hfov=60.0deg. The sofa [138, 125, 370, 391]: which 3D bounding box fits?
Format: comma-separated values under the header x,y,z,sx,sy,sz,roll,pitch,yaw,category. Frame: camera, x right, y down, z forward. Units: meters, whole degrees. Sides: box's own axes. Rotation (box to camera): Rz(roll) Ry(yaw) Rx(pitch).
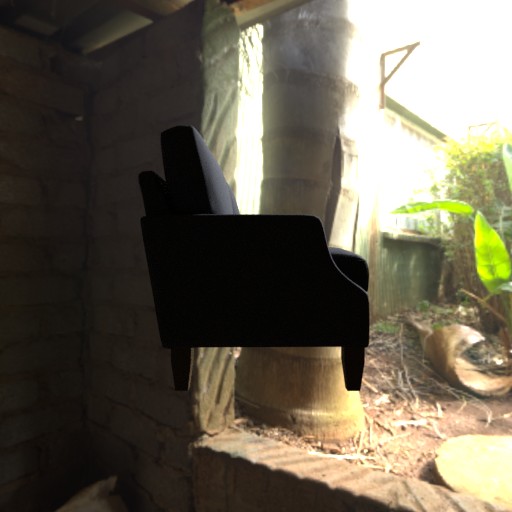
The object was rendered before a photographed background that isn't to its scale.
x,y,z,sx,sy,sz,roll,pitch,yaw,category
0.000,0.000,2.622,0.888,0.984,2.115,0,0,0,sofa
